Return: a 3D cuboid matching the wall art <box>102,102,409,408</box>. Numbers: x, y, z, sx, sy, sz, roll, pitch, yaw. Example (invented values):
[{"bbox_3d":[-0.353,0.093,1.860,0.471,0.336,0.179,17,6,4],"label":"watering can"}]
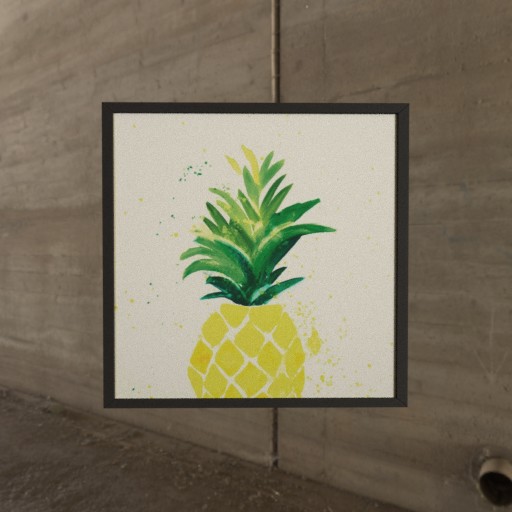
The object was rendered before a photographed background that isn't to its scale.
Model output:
[{"bbox_3d":[0.000,0.000,1.122,0.762,0.760,0.037,0,1,-1],"label":"wall art"}]
